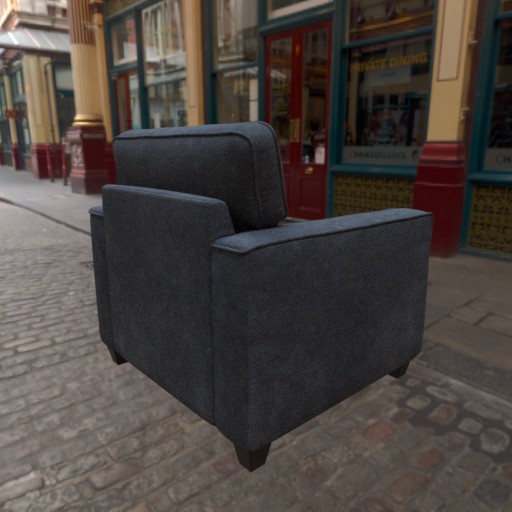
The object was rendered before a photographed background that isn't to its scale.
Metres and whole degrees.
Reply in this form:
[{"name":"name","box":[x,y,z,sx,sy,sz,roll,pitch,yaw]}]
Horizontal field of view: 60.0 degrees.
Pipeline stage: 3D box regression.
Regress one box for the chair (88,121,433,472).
[{"name":"chair","box":[0.000,0.000,1.744,0.939,0.965,1.015,-12,18,-40]}]
